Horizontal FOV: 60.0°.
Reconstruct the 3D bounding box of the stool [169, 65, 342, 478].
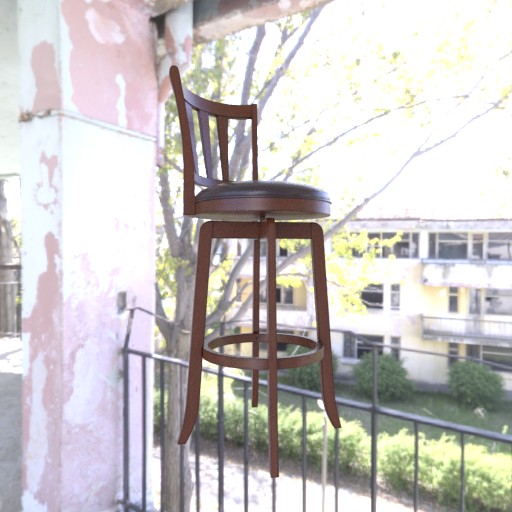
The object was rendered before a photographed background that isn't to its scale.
[{"bbox_3d":[0.000,0.000,1.466,0.503,1.177,0.464,1,1,35],"label":"stool"}]
